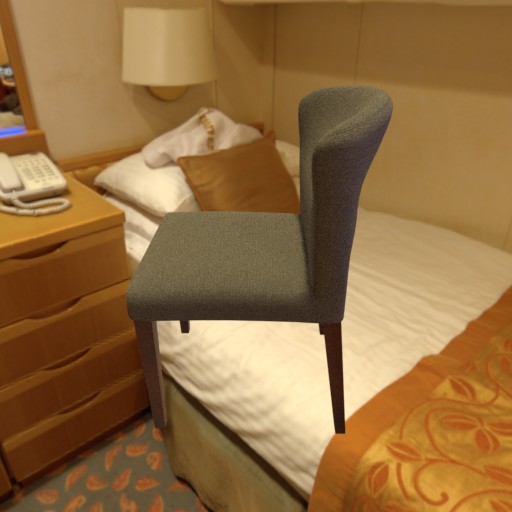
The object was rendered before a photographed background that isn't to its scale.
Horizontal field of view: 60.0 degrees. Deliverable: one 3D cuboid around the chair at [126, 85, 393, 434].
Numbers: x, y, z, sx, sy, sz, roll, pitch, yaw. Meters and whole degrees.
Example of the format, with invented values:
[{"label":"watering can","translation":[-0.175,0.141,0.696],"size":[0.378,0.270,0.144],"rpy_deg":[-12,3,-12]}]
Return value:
[{"label":"chair","translation":[0.000,0.000,1.182],"size":[0.589,0.839,0.491],"rpy_deg":[1,29,1]}]
